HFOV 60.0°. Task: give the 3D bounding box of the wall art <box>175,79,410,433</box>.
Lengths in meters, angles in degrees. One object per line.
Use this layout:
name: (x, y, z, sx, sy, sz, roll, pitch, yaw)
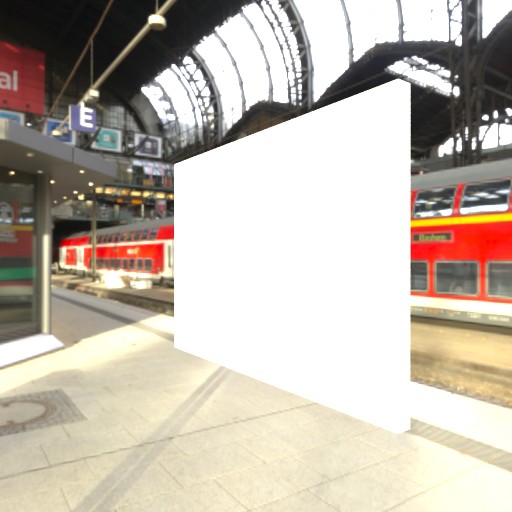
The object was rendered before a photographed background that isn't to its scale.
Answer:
wall art: (0.000, 0.000, 1.672, 0.051, 0.902, 1.308, 0, 0, -36)
